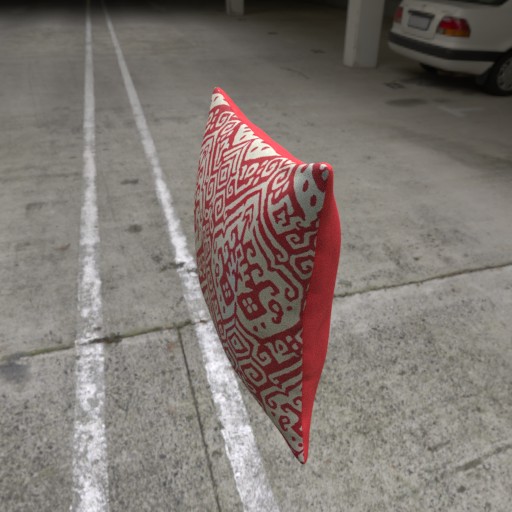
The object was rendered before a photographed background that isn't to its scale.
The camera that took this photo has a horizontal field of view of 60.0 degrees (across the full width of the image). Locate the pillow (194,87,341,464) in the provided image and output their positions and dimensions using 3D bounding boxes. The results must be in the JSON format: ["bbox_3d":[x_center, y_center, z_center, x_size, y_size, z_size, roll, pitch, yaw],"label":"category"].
[{"bbox_3d":[0.000,0.000,0.807,0.192,0.507,0.522,-9,31,-15],"label":"pillow"}]
